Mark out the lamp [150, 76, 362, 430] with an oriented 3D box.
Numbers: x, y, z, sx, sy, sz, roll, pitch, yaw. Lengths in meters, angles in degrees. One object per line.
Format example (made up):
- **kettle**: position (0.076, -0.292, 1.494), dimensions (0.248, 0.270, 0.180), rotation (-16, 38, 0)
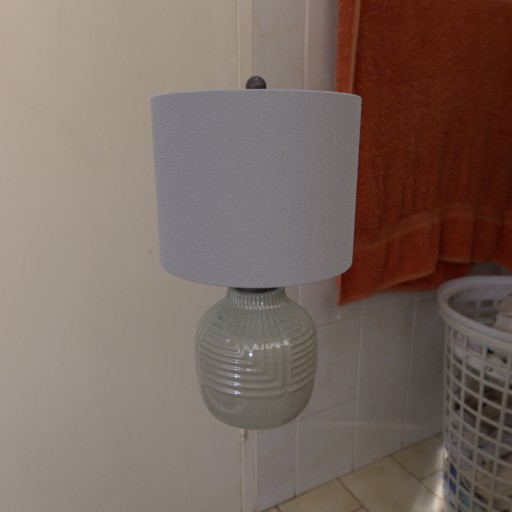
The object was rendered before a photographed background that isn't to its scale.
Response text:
- **lamp**: position (0.000, 0.000, 0.748), dimensions (0.318, 0.567, 0.318), rotation (0, 15, 0)
